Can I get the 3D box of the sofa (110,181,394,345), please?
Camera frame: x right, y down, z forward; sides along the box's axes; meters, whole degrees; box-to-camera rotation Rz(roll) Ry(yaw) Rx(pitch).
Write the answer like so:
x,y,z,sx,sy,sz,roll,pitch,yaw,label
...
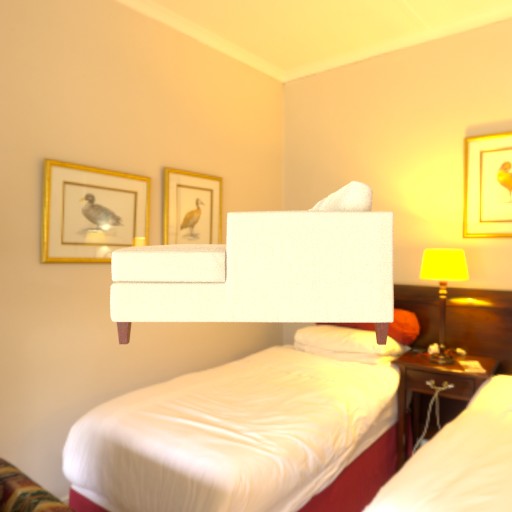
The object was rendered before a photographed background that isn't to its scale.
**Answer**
x,y,z,sx,sy,sz,roll,pitch,yaw,label
0.000,0.000,4.171,1.599,0.954,3.471,0,1,1,sofa
